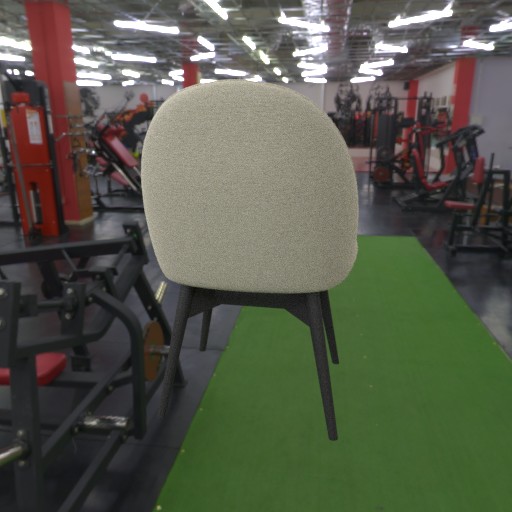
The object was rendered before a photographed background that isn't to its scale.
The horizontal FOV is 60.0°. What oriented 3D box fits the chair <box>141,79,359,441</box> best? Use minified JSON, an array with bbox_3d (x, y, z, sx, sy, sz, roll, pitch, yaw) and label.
[{"bbox_3d":[0.000,0.000,1.186,0.532,0.838,0.540,3,17,10],"label":"chair"}]
